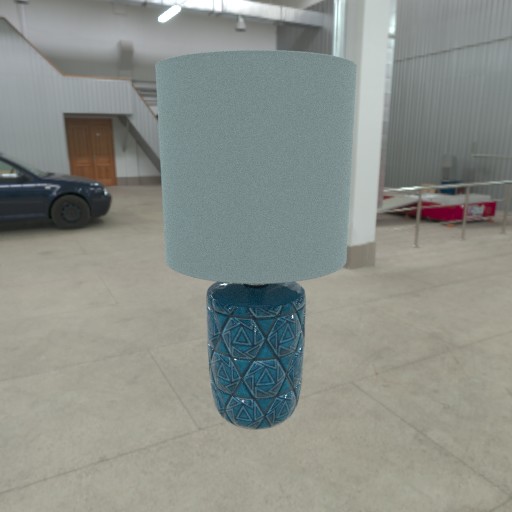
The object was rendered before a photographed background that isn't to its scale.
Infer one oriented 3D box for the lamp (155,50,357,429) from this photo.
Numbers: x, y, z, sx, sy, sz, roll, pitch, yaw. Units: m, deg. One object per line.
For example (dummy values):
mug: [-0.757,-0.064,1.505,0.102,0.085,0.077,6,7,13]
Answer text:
lamp: [0.000,0.000,0.481,0.193,0.377,0.193,7,16,26]
